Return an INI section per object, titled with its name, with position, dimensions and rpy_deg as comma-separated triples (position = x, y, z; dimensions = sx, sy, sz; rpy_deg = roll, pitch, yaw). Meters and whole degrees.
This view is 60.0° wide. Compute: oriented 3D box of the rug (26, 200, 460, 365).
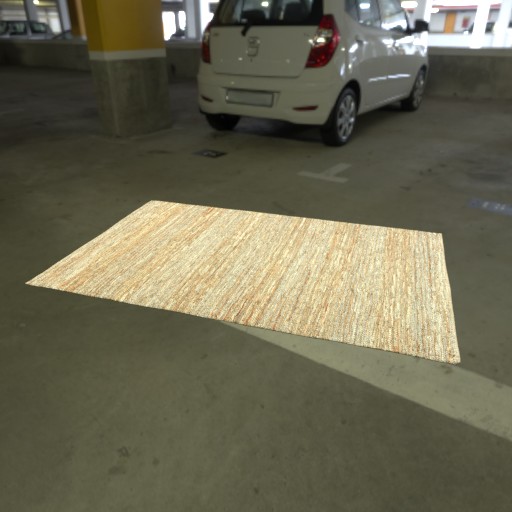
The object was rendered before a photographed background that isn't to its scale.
[rug]
position = 0.000, 0.000, 2.996
dimensions = 2.446, 0.009, 1.529
rpy_deg = 8, 28, 15
